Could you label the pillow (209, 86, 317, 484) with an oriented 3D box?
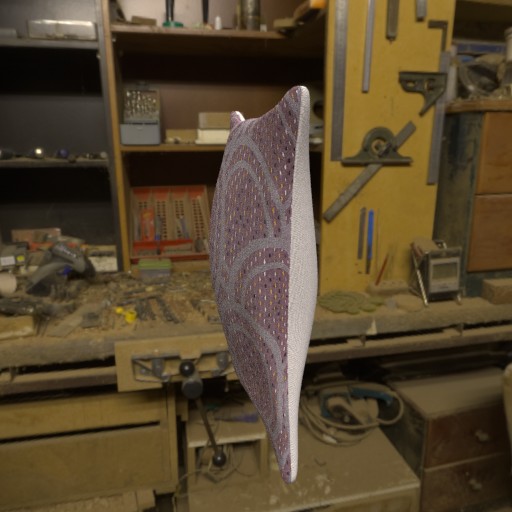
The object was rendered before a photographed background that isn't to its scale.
[{"bbox_3d":[0.000,0.000,0.779,0.163,0.513,0.514,-3,16,-10],"label":"pillow"}]
